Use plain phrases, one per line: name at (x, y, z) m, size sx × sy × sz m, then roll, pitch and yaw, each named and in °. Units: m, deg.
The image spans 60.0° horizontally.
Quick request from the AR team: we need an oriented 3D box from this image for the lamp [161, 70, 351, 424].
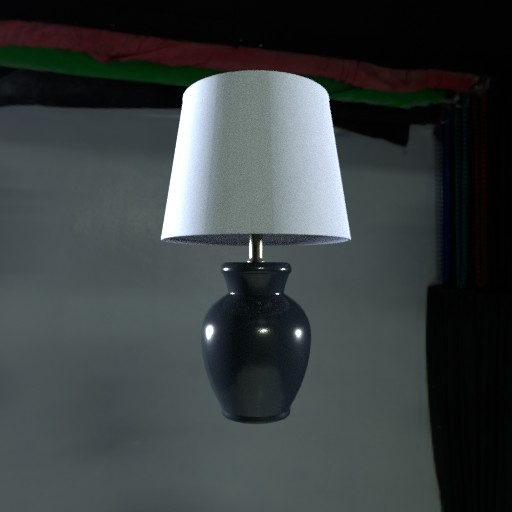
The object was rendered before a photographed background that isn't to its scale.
lamp at (0.000, 0.000, 0.571) m, size 0.239 × 0.399 × 0.239 m, roll 0°, pitch -2°, yaw 0°
